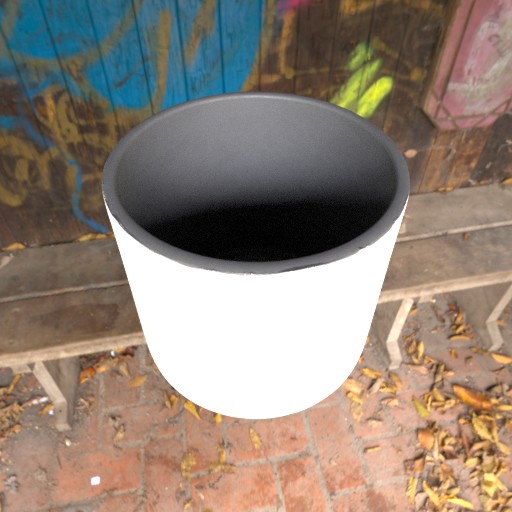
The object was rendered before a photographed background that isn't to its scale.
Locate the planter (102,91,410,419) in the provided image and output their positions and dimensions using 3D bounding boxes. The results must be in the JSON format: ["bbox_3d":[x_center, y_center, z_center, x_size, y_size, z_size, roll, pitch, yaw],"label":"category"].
[{"bbox_3d":[0.000,0.000,0.391,0.221,0.201,0.221,0,46,0],"label":"planter"}]
